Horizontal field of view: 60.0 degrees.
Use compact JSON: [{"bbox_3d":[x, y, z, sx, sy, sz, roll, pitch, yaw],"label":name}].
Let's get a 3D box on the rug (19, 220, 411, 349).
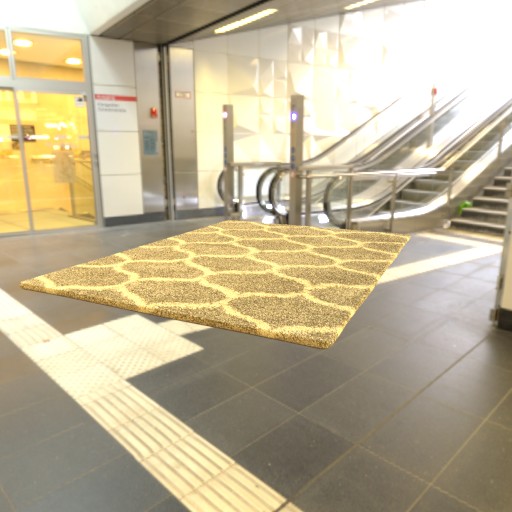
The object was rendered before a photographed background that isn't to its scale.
[{"bbox_3d":[0.000,0.000,2.093,1.200,0.025,1.600,7,15,25],"label":"rug"}]
